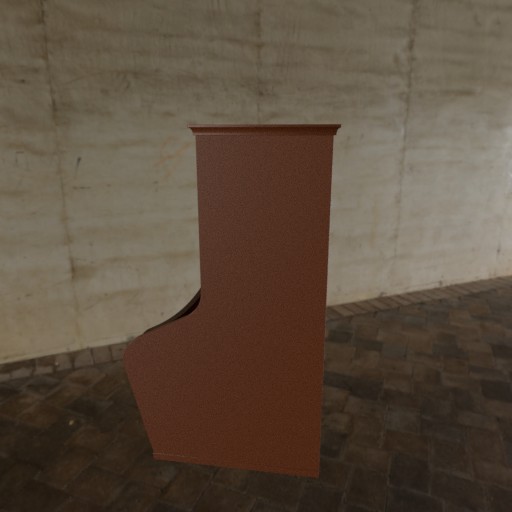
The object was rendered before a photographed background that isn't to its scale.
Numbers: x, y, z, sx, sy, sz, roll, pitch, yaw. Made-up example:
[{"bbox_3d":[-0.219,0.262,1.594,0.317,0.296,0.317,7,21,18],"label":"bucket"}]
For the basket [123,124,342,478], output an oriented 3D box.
[{"bbox_3d":[0.000,0.000,1.130,0.376,0.625,0.792,2,15,9],"label":"basket"}]
